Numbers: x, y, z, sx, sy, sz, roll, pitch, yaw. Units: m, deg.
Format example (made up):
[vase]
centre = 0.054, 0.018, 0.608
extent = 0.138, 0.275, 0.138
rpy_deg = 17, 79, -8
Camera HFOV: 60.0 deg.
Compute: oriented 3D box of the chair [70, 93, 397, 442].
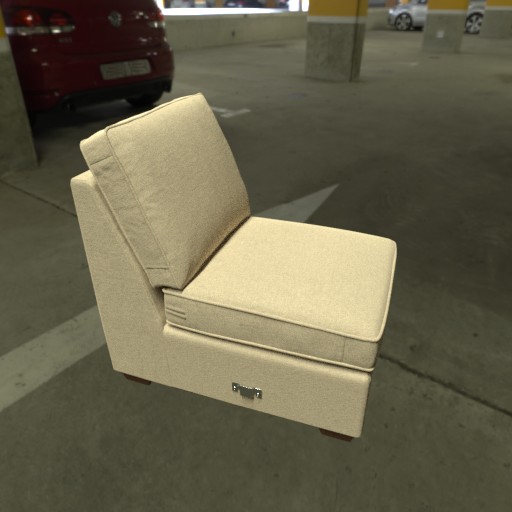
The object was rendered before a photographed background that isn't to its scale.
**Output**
[chair]
centre = 0.000, 0.000, 1.552
extent = 0.938, 0.970, 0.621
rpy_deg = 10, 31, 17
